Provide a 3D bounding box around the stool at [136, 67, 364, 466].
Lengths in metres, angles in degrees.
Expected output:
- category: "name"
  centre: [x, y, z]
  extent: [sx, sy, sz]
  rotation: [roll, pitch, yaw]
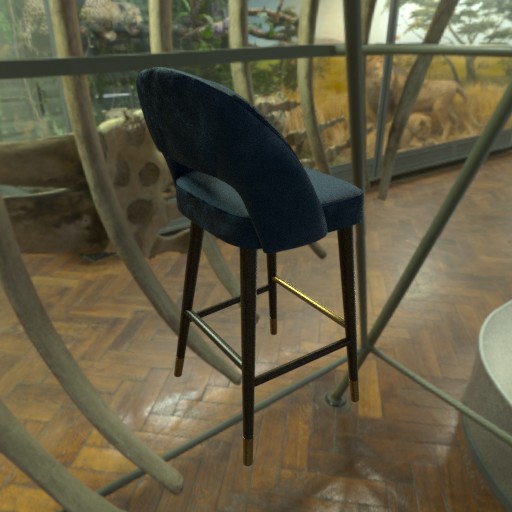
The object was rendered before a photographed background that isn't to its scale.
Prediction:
- category: "stool"
  centre: [0.000, 0.000, 1.277]
  extent: [0.515, 1.016, 0.514]
  rotation: [-17, 31, -31]
